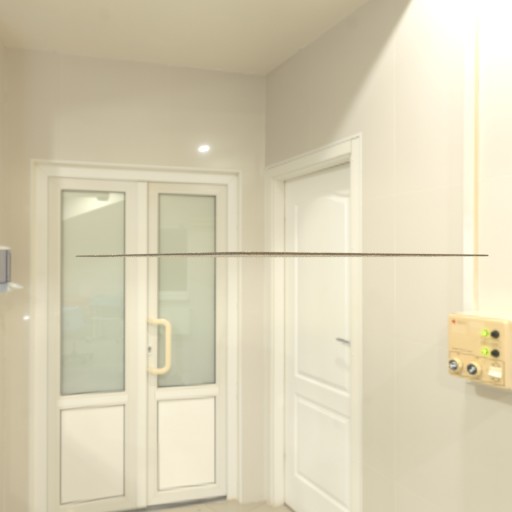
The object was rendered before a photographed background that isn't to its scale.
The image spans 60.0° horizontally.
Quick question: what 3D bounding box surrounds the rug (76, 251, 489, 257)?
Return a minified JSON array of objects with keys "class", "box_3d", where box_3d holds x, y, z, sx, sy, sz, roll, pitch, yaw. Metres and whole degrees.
[{"class":"rug","box_3d":[0.000,0.000,3.871,2.288,0.018,2.895,0,0,-36]}]
